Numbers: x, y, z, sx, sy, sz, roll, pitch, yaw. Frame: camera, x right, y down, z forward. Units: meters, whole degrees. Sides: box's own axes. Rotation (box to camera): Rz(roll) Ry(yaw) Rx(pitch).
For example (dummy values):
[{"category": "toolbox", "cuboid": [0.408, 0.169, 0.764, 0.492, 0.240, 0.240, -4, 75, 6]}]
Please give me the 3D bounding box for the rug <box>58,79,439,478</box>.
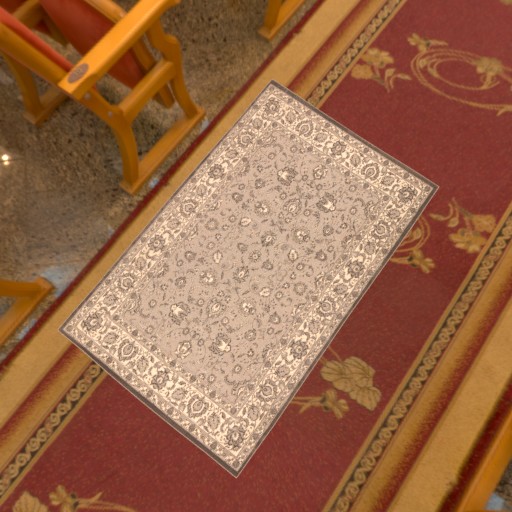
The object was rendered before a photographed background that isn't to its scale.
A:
[{"category": "rug", "cuboid": [0.000, 0.000, 3.101, 1.524, 0.011, 2.438, 36, 78, 9]}]
